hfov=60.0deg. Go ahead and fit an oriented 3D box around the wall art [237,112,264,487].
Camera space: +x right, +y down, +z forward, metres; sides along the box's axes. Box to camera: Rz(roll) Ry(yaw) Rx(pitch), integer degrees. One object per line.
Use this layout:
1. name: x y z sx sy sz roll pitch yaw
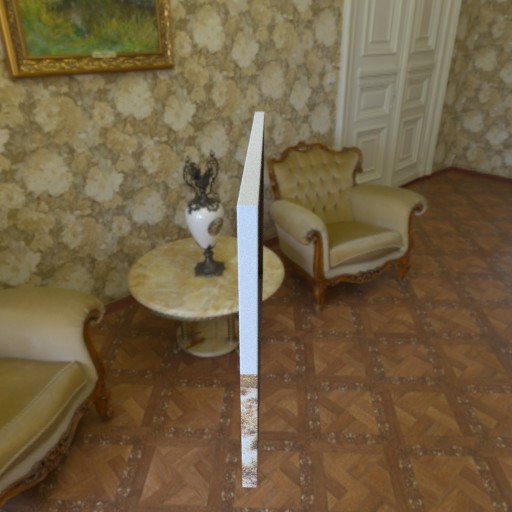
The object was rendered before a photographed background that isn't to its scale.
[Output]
1. wall art: 0.000 0.000 1.972 0.051 1.016 1.520 1 26 1
